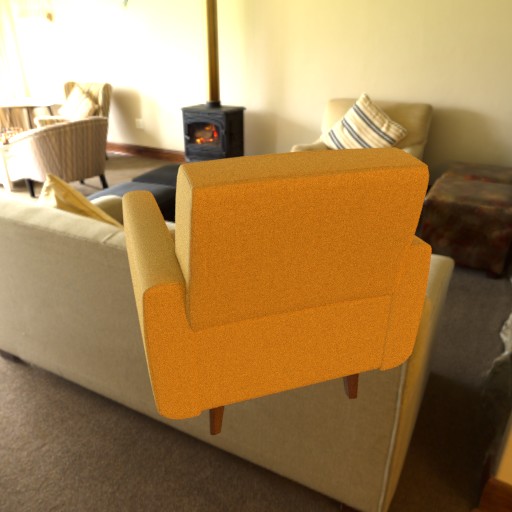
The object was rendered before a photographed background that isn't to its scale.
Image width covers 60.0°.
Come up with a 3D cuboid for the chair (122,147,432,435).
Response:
[{"bbox_3d":[0.000,0.000,1.525,0.831,0.841,0.909,-8,27,-17],"label":"chair"}]
